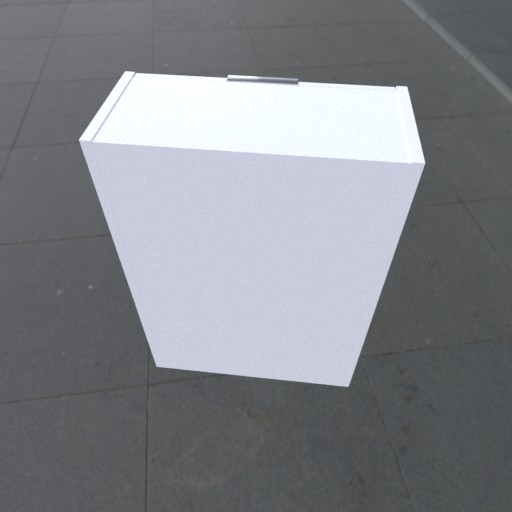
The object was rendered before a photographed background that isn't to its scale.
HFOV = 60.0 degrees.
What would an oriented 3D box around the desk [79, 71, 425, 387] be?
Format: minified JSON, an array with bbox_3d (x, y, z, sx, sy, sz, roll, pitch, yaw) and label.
[{"bbox_3d":[0.000,0.000,1.651,0.850,1.190,0.390,5,48,4],"label":"desk"}]
